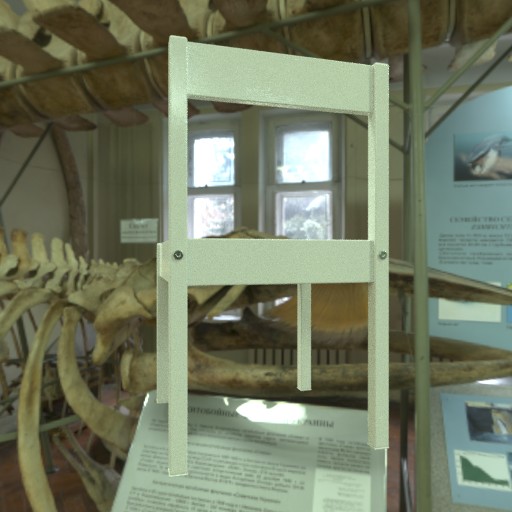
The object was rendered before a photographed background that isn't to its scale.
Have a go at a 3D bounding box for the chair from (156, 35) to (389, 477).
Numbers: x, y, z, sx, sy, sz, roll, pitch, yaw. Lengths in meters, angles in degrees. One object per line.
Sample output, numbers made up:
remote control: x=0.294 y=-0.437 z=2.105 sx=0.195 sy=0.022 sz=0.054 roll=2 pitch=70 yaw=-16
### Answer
chair: x=0.000 y=0.000 z=0.679 sx=0.285 sy=0.505 sz=0.285 roll=0 pitch=0 yaw=-16
